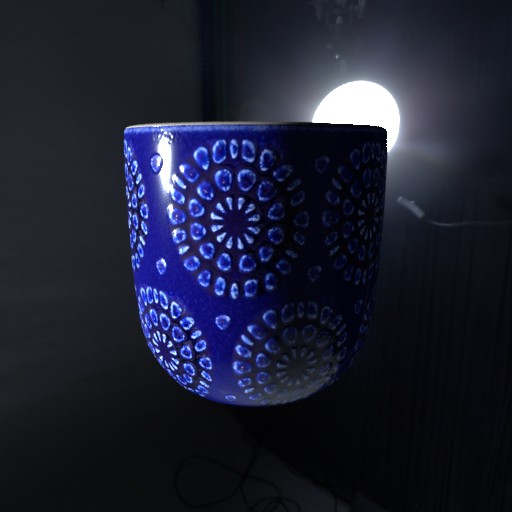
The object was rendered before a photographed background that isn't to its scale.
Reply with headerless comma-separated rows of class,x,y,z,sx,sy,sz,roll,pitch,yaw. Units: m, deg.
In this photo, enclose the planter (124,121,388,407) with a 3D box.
planter,0.000,0.000,0.201,0.109,0.112,0.109,0,14,0
